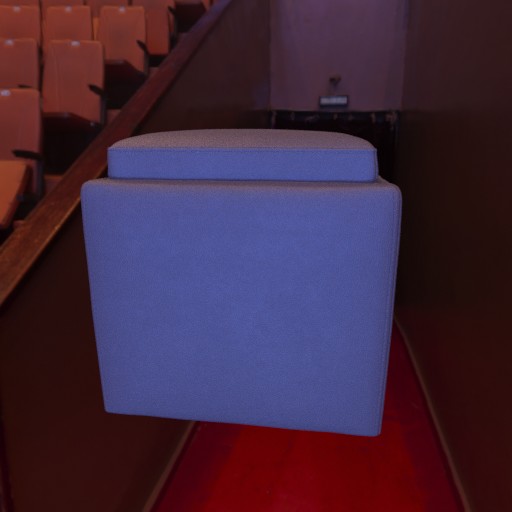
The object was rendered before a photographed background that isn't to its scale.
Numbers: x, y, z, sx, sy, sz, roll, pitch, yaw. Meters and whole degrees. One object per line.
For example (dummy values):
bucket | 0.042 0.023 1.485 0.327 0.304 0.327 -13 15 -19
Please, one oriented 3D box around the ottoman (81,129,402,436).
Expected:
ottoman | 0.000 0.000 0.836 0.450 0.460 0.451 2 15 8
